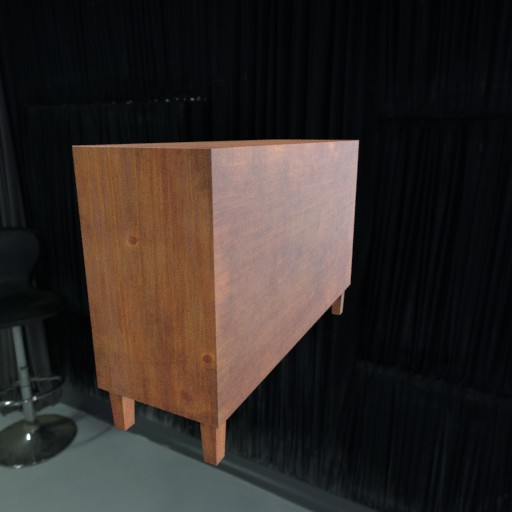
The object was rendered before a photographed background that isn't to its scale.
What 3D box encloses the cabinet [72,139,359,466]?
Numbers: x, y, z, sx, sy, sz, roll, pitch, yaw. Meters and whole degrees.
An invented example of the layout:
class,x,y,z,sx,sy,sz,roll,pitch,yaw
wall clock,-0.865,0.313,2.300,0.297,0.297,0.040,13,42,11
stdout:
class,x,y,z,sx,sy,sz,roll,pitch,yaw
cabinet,0.000,0.000,1.619,0.403,0.805,1.204,8,17,26
